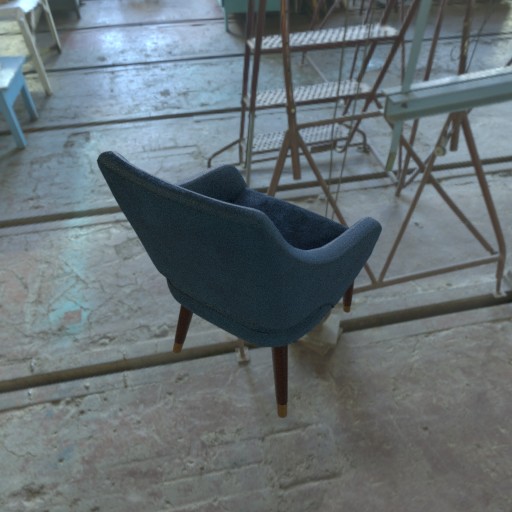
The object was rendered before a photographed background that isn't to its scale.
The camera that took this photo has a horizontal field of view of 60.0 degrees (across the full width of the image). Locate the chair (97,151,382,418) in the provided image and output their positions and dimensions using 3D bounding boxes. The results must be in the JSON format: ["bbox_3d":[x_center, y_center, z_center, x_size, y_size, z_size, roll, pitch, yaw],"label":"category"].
[{"bbox_3d":[0.000,0.000,1.580,0.683,1.081,0.794,25,50,22],"label":"chair"}]
